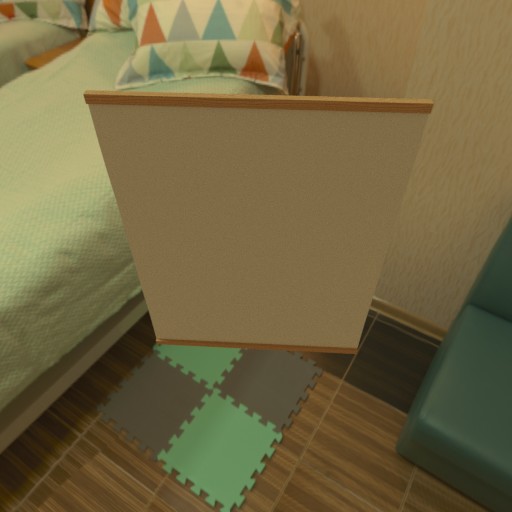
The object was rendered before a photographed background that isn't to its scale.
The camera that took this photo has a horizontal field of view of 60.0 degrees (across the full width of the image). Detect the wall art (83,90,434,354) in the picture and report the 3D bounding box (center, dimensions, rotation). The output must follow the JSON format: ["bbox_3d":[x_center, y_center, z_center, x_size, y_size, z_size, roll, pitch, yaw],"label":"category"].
[{"bbox_3d":[0.000,0.000,0.801,0.458,0.605,0.011,2,46,2],"label":"wall art"}]
